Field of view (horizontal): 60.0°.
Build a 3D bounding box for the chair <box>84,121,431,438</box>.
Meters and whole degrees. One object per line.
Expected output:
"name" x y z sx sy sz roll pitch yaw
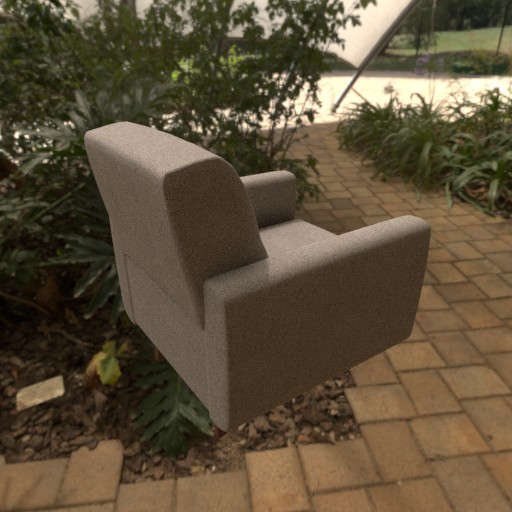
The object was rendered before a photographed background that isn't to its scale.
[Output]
"chair" 0.000 0.000 1.641 0.942 0.968 0.845 -18 32 -32
